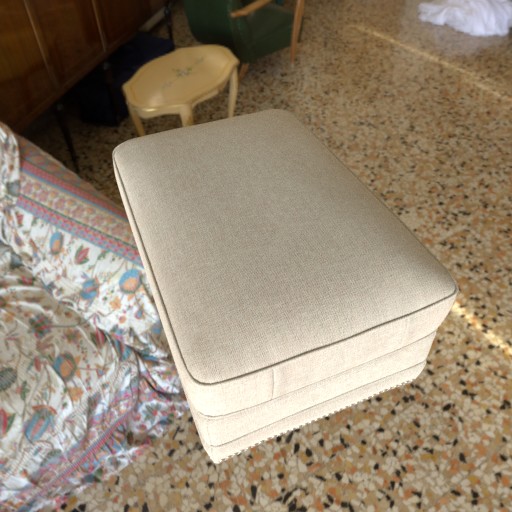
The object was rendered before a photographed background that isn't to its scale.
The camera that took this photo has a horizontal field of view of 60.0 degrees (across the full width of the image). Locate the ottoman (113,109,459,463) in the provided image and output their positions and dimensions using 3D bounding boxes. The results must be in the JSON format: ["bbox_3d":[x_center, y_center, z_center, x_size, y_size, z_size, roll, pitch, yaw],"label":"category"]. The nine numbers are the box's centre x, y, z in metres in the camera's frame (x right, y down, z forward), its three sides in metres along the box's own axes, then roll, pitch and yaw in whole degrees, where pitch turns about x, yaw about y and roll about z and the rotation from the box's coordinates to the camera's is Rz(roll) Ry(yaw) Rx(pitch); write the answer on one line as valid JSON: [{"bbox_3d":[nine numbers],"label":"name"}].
[{"bbox_3d":[0.000,0.000,1.145,0.559,0.458,0.813,-17,48,-15],"label":"ottoman"}]
